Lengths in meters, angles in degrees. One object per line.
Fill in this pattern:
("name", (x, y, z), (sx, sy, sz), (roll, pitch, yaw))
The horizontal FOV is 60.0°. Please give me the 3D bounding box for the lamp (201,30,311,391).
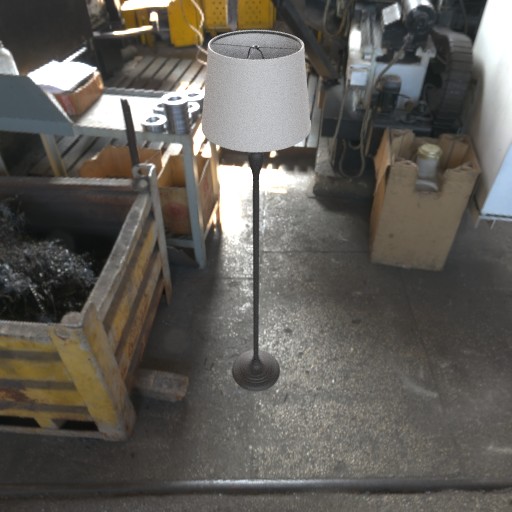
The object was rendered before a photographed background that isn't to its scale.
("lamp", (0.000, 0.000, 1.674), (0.327, 1.506, 0.327), (-24, 47, -24))
